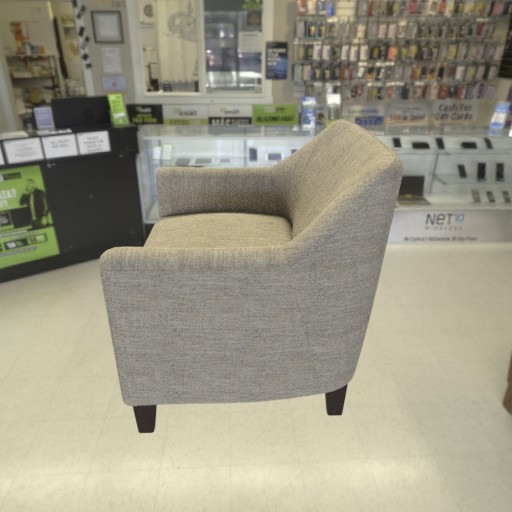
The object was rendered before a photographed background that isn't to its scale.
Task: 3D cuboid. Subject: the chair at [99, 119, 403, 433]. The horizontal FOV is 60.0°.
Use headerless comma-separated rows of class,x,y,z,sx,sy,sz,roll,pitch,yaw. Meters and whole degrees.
chair,0.000,0.000,1.436,0.758,0.761,0.796,0,27,-1
